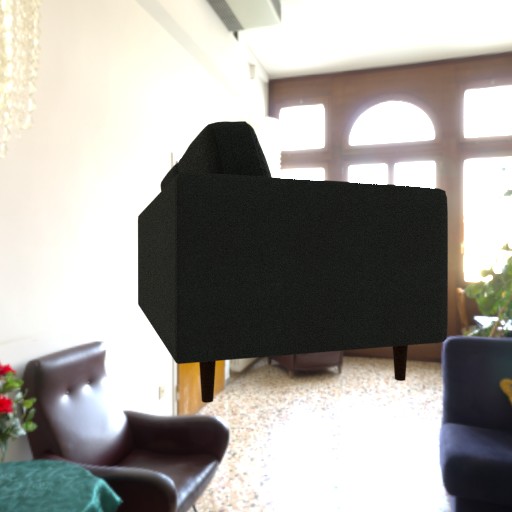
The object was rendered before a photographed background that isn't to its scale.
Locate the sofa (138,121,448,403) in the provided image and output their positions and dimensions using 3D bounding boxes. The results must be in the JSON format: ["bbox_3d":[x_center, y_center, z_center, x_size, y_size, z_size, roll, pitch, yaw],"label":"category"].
[{"bbox_3d":[0.000,0.000,2.134,0.999,0.930,1.518,0,1,-19],"label":"sofa"}]
